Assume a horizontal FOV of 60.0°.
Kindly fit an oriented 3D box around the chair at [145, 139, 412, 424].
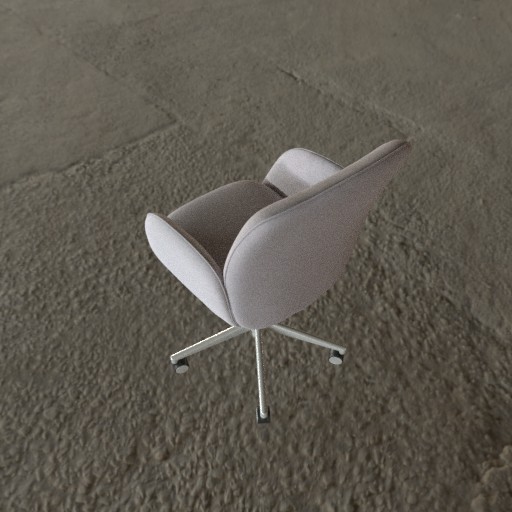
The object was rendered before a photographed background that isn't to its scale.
[{"bbox_3d":[0.000,0.000,1.405,0.648,0.959,0.654,-31,53,-27],"label":"chair"}]
